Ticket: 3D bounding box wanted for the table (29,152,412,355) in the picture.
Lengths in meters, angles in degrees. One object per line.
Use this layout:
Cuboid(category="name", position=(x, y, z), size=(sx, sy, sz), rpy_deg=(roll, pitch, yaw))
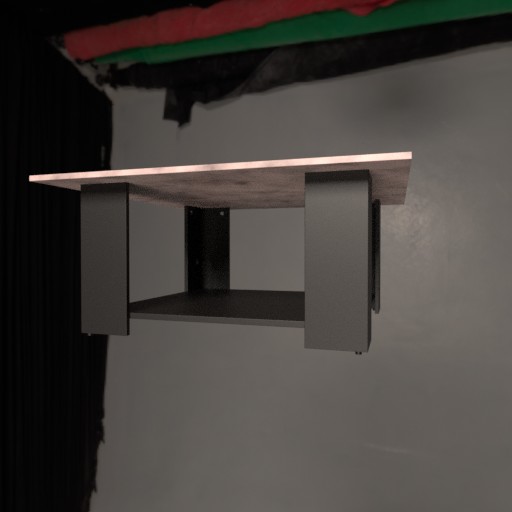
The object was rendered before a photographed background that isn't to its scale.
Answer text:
Cuboid(category="table", position=(0.000, 0.000, 1.042), size=(0.670, 0.305, 0.670), rpy_deg=(0, 1, 18))
